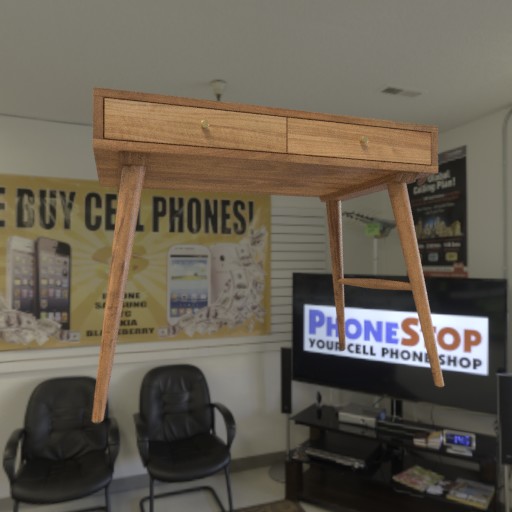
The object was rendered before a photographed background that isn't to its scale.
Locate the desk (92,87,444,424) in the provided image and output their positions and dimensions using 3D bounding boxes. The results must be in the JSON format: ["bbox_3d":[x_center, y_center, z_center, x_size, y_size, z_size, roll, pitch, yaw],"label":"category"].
[{"bbox_3d":[0.000,0.000,1.401,0.949,0.758,0.588,0,-1,-18],"label":"desk"}]
